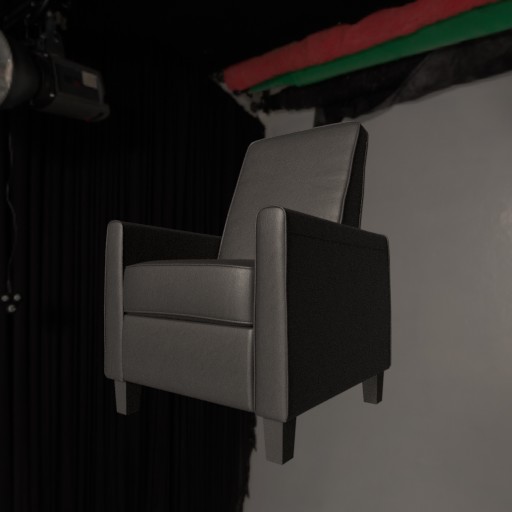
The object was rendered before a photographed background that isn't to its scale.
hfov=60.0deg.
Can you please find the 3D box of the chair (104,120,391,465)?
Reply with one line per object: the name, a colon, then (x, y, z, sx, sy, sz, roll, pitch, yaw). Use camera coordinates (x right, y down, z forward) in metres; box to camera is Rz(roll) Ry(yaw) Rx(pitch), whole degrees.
chair: (0.000, 0.000, 1.514, 0.705, 1.013, 0.746, -1, -1, 37)
